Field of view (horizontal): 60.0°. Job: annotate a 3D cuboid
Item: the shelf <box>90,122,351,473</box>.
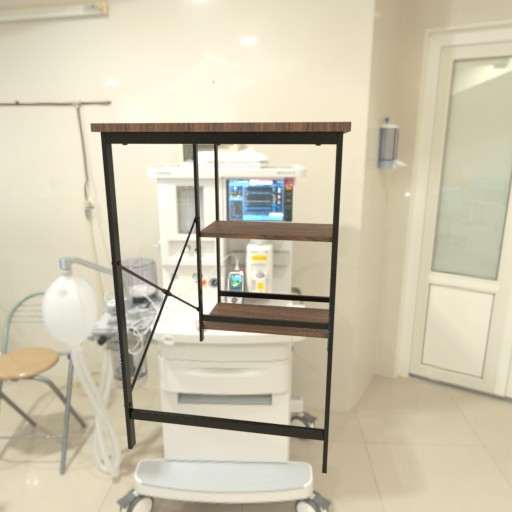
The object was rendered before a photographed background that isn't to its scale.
[{"bbox_3d":[0.000,0.000,1.347,0.498,0.750,0.902,3,15,10],"label":"shelf"}]
